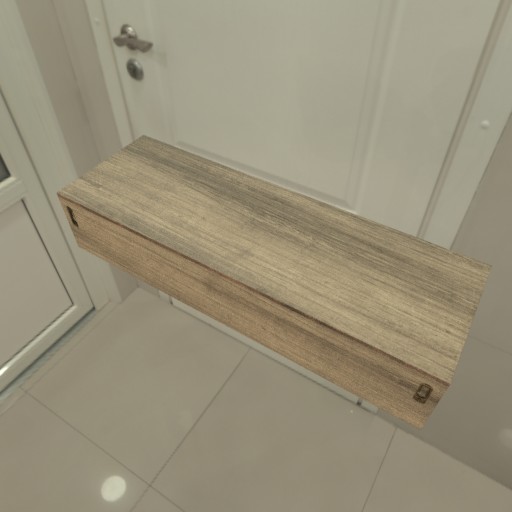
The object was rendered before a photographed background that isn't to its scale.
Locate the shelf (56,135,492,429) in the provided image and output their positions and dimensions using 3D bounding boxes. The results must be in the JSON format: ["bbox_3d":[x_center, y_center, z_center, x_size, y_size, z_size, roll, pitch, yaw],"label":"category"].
[{"bbox_3d":[0.000,0.000,0.683,0.610,0.125,0.200,24,51,21],"label":"shelf"}]
